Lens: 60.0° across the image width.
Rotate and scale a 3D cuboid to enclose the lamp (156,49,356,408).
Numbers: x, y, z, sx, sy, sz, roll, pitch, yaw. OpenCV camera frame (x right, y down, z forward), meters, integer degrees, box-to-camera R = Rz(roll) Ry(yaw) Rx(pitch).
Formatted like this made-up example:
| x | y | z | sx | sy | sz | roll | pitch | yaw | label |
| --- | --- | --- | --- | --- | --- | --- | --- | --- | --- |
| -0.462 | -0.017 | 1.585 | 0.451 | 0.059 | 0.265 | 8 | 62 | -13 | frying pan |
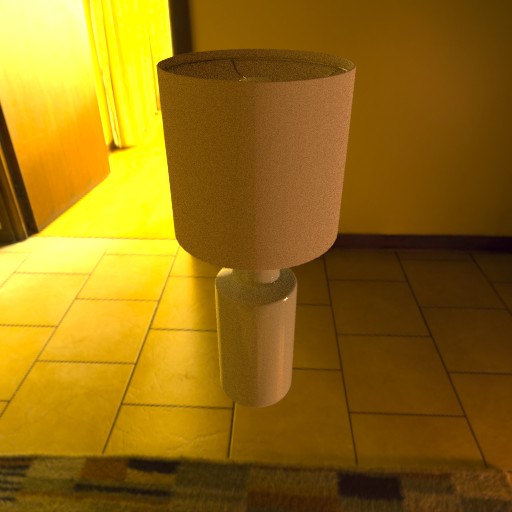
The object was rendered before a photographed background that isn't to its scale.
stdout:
| x | y | z | sx | sy | sz | roll | pitch | yaw | label |
| --- | --- | --- | --- | --- | --- | --- | --- | --- | --- |
| 0.000 | 0.000 | 0.608 | 0.212 | 0.493 | 0.212 | -10 | 33 | -15 | lamp |
